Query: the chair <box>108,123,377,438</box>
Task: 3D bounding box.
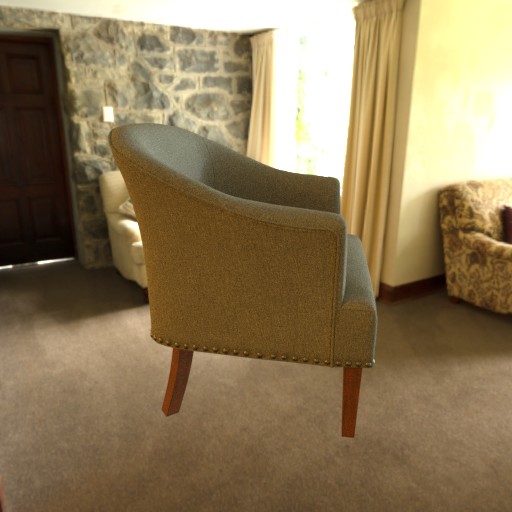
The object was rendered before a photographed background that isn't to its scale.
[{"bbox_3d":[0.000,0.000,1.419,0.704,0.815,0.798,3,17,9],"label":"chair"}]
